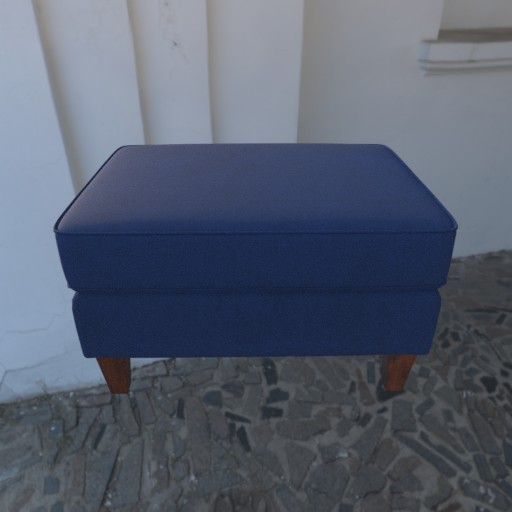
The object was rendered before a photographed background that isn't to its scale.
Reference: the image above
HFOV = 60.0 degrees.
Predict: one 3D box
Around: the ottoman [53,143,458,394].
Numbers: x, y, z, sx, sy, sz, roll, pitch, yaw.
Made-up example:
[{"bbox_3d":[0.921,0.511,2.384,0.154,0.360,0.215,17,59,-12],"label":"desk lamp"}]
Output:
[{"bbox_3d":[0.000,0.000,1.415,0.965,0.584,0.686,0,31,-1],"label":"ottoman"}]
